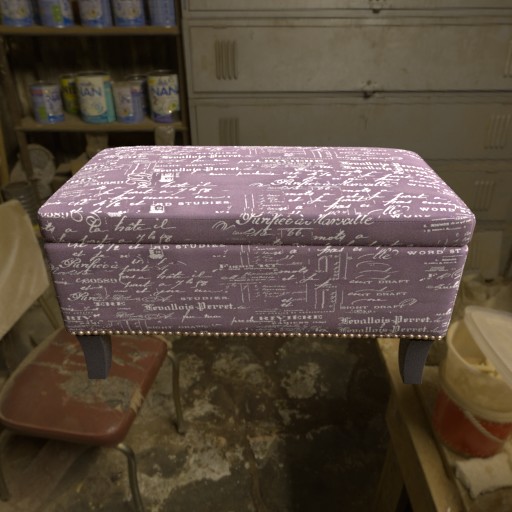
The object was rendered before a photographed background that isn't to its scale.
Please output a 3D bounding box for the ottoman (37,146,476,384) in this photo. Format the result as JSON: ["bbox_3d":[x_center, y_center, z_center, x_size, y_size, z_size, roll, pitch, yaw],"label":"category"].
[{"bbox_3d":[0.000,0.000,1.061,0.813,0.457,0.406,1,30,1],"label":"ottoman"}]
